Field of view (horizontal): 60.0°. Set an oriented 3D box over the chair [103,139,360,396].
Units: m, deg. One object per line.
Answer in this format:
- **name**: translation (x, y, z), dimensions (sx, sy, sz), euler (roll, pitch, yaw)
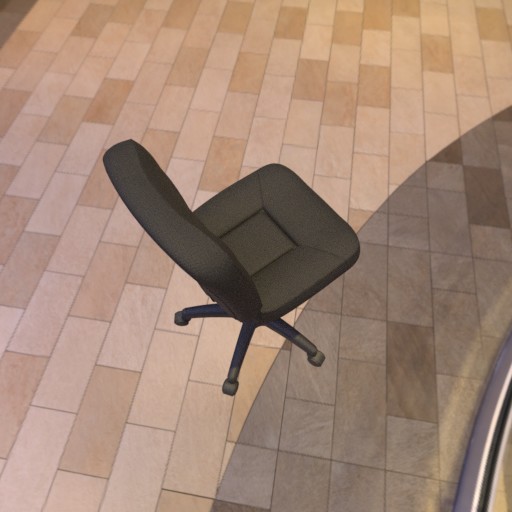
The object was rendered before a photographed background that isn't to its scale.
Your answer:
- **chair**: translation (0.000, 0.000, 1.357), dimensions (0.610, 0.972, 0.610), euler (-32, 64, -18)
